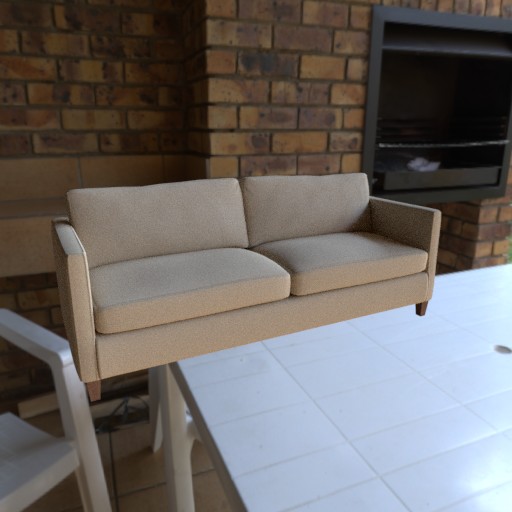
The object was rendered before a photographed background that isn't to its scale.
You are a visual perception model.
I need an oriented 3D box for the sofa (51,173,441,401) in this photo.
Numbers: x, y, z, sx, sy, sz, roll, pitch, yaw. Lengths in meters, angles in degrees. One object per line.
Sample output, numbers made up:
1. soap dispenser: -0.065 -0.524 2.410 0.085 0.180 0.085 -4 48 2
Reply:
1. sofa: 0.000 0.000 2.895 2.361 0.968 0.951 -8 18 -26
